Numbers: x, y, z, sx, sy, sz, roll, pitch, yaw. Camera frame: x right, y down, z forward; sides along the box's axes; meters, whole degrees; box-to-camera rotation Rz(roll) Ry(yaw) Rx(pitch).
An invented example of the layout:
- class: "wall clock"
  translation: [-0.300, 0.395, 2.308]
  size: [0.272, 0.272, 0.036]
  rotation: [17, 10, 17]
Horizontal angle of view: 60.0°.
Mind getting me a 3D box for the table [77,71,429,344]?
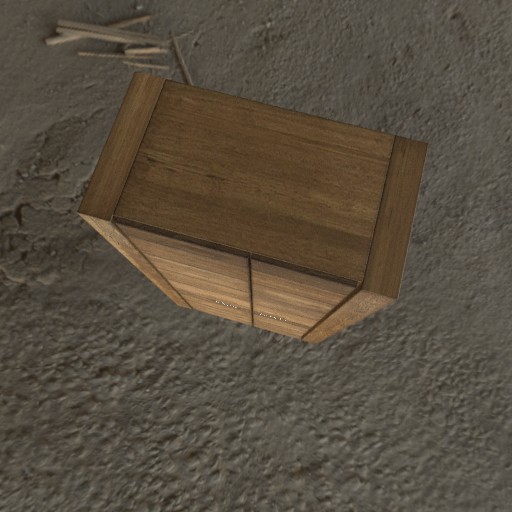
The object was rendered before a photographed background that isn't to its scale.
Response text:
- class: "table"
  translation: [0.000, 0.000, 2.492]
  size: [1.100, 2.000, 0.600]
  rotation: [15, 75, 4]
